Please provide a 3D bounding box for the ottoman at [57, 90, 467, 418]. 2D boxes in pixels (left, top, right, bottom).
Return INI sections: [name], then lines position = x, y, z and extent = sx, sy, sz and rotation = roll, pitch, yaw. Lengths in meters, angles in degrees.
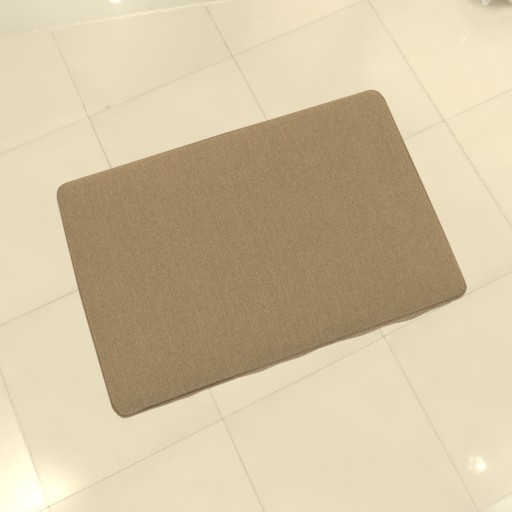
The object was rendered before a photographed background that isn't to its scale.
[ottoman]
position = 0.000, 0.000, 1.325
extent = 0.945, 0.521, 0.636
rotation = -19, 78, -4
